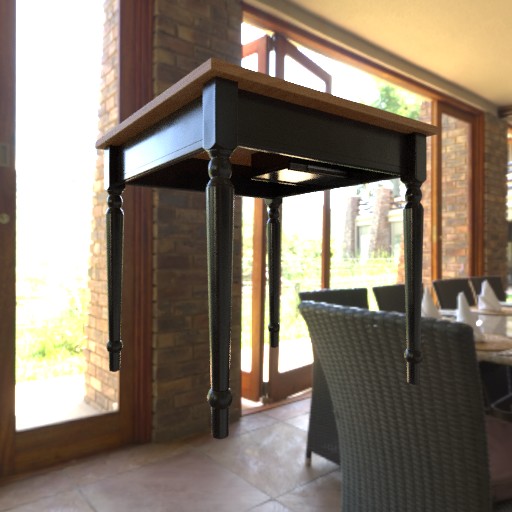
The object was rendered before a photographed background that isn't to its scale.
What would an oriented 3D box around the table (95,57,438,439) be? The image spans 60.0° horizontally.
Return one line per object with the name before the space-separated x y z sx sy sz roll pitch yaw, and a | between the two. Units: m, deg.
table | 0.000 0.000 1.347 0.747 0.738 0.747 0 0 -36
